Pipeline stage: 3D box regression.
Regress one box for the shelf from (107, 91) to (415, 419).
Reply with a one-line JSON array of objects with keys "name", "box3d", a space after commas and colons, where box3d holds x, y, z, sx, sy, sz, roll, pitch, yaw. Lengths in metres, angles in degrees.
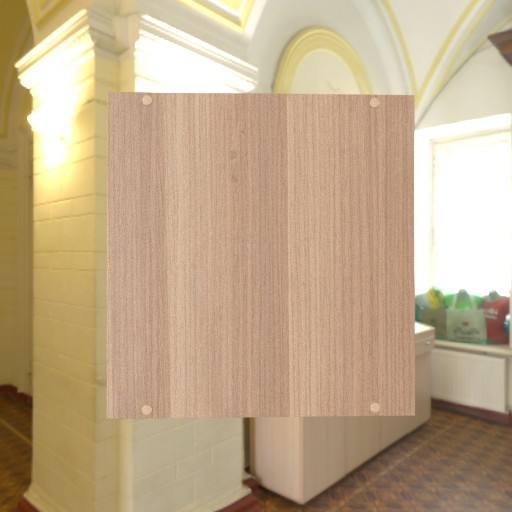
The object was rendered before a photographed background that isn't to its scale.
[{"name": "shelf", "box3d": [0.000, 0.000, 0.624, 0.290, 0.305, 0.415, 0, 0, -2]}]
